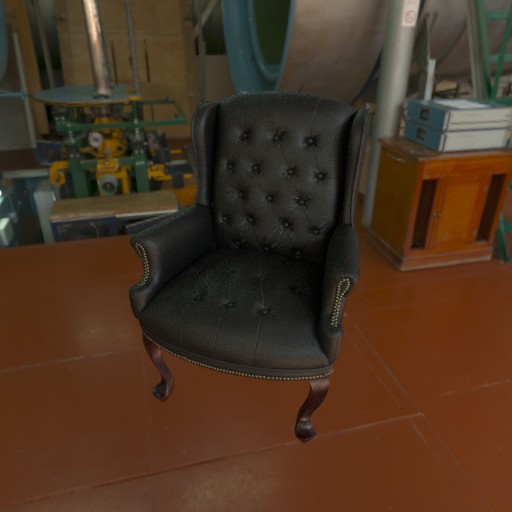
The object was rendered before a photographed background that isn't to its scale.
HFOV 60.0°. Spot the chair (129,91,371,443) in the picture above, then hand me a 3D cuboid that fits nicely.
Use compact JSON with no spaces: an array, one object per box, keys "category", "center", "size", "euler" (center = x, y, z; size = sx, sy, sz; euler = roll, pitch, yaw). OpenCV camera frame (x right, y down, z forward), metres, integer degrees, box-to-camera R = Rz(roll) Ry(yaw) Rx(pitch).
[{"category":"chair","center":[0.000,0.000,1.730],"size":[0.831,1.133,0.822],"euler":[10,30,17]}]
